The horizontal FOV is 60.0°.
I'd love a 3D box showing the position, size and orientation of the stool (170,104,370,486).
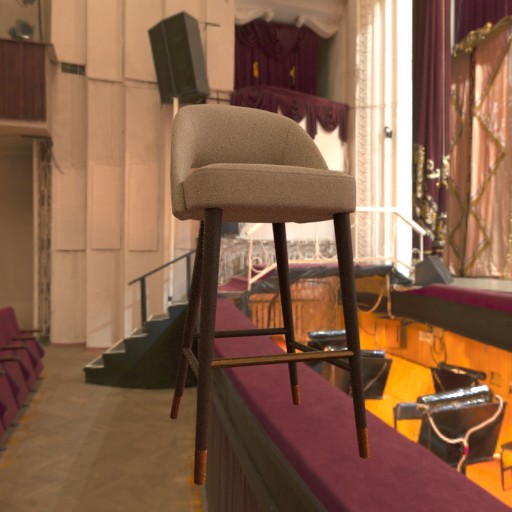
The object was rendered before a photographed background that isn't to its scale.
[{"bbox_3d":[0.000,0.000,1.304,0.494,1.037,0.509,0,0,-18],"label":"stool"}]
